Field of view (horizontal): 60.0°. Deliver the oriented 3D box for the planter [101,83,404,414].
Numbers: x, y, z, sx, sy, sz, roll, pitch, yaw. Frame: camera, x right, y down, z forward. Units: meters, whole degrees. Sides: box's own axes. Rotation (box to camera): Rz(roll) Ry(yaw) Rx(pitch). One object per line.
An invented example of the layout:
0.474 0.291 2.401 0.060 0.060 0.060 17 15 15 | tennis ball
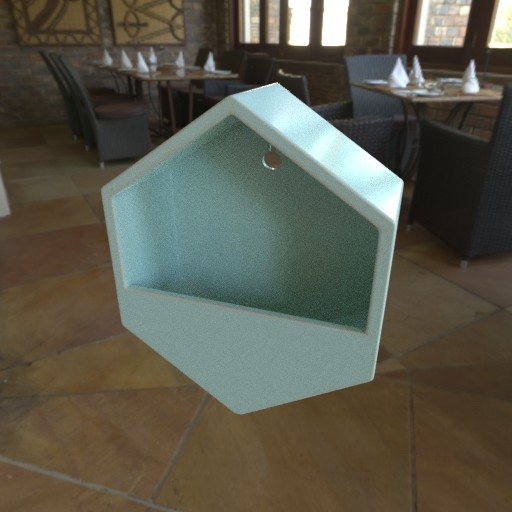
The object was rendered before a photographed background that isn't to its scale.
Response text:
0.000 0.000 0.290 0.169 0.207 0.078 9 27 17 | planter
